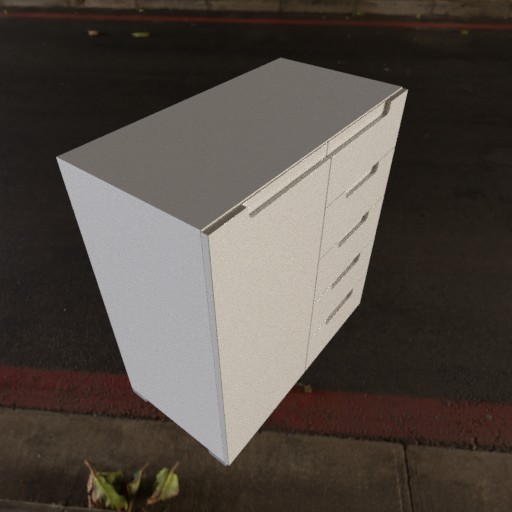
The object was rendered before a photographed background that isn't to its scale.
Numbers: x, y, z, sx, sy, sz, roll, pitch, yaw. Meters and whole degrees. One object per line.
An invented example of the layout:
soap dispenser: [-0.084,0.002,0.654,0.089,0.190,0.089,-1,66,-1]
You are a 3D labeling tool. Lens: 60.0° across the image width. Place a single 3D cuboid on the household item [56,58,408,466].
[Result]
household item: [0.000,0.000,1.338,0.420,0.870,0.800,27,48,27]
